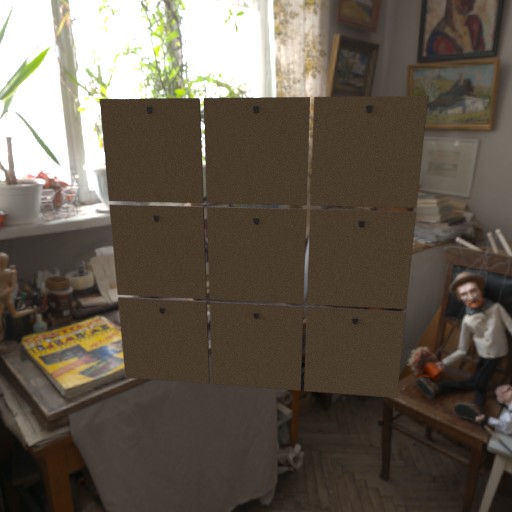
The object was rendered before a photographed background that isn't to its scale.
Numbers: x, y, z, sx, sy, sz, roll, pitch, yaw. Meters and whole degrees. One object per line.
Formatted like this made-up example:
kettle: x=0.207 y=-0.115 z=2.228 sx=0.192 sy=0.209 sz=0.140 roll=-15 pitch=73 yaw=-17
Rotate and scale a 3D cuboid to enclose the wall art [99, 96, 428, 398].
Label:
wall art: x=0.000 y=0.000 z=2.271 sx=1.533 sy=1.532 sz=0.019 roll=2 pitch=16 yaw=7
